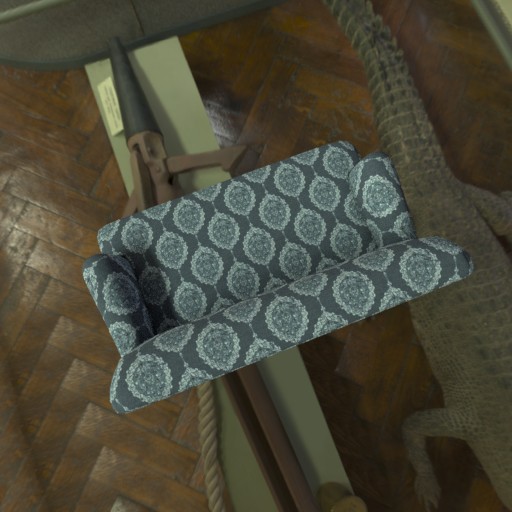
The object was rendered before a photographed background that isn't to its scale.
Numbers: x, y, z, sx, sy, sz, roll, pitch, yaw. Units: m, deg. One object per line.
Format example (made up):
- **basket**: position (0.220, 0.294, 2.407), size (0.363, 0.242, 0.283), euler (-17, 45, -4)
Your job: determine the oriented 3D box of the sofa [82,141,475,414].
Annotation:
- **sofa**: position (0.000, 0.000, 1.797), size (1.297, 0.867, 0.779), euler (-21, 77, -5)
